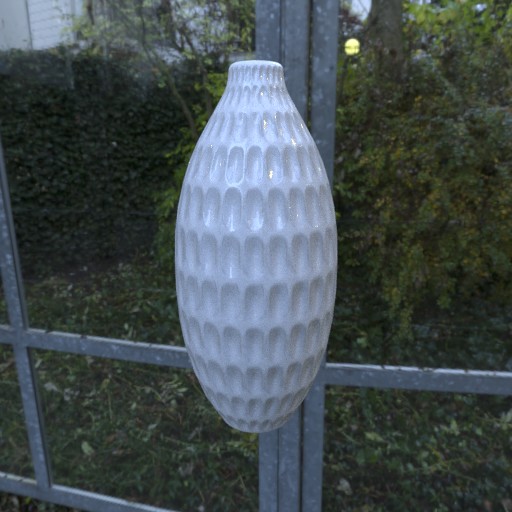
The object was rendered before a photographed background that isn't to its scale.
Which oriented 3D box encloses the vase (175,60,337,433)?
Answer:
[{"bbox_3d":[0.000,0.000,0.351,0.127,0.282,0.127,0,15,0],"label":"vase"}]
